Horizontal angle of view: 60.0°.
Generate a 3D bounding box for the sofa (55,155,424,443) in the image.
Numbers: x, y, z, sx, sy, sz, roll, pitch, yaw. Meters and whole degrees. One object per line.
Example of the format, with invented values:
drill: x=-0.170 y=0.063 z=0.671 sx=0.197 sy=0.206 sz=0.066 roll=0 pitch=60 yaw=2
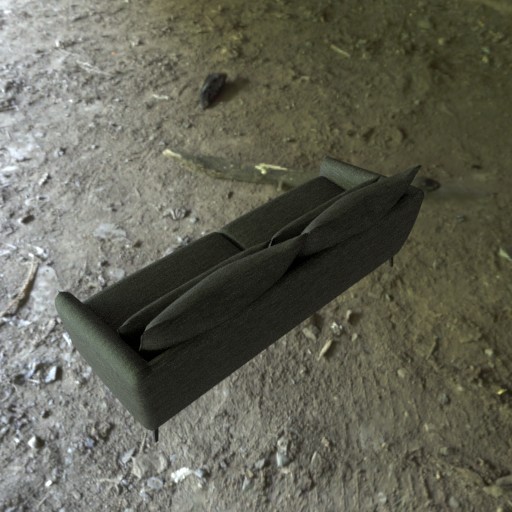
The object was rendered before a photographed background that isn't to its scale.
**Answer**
sofa: x=0.000 y=0.000 z=2.468 sx=2.019 sy=0.843 sz=0.807 roll=-31 pitch=53 yaw=-27
